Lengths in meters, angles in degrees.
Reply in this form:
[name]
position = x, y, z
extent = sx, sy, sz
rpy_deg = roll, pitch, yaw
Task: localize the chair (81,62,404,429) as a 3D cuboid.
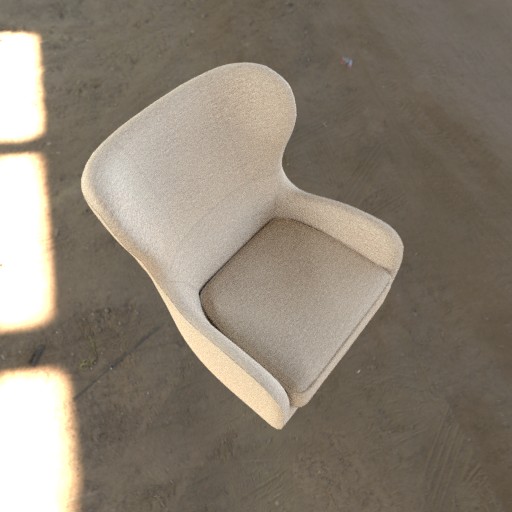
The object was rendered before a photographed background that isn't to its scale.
[chair]
position = 0.000, 0.000, 1.800
extent = 0.984, 1.064, 0.861
rpy_deg = 35, 64, 20
